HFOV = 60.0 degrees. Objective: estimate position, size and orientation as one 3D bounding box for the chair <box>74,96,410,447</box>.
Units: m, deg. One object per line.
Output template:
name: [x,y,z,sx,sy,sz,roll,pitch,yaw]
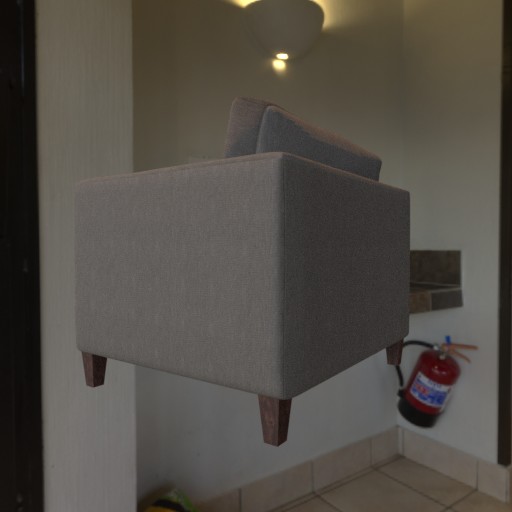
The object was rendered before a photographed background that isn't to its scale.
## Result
chair: [0.000,0.000,1.812,0.959,0.963,1.107,1,2,36]
